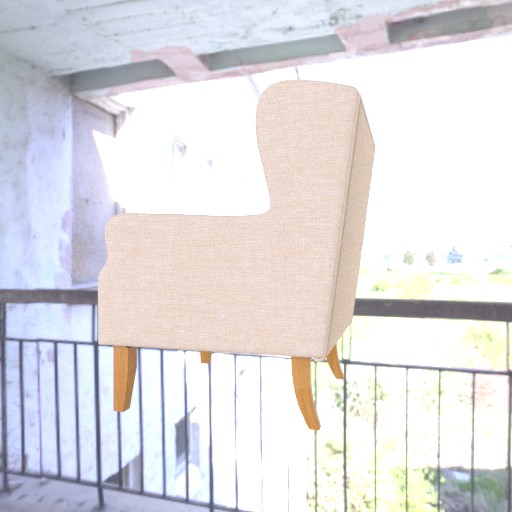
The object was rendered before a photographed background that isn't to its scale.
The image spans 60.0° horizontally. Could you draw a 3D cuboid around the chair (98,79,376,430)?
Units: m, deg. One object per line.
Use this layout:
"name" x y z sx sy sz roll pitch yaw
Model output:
"chair" 0.000 0.000 1.523 0.760 0.930 0.710 0 1 18
